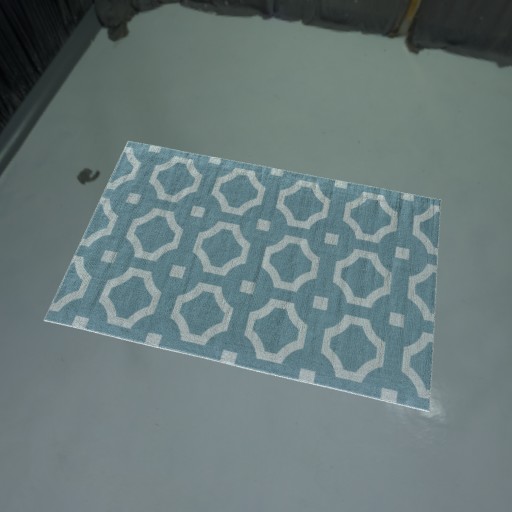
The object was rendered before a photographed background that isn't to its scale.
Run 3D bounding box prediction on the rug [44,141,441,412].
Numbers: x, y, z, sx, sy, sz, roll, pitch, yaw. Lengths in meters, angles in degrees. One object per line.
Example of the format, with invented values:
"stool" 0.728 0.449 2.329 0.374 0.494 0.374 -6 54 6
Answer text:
"rug" 0.000 0.000 3.050 2.443 0.015 1.528 12 64 6
